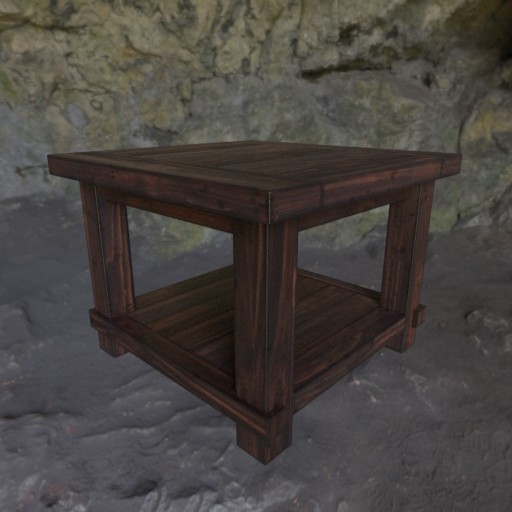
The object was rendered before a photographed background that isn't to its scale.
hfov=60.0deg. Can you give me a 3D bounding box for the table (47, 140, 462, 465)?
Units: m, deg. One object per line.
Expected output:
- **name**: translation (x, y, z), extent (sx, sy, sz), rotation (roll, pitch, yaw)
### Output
- **table**: translation (0.000, 0.000, 0.970), extent (0.606, 0.437, 0.593), rotation (17, 25, 41)
